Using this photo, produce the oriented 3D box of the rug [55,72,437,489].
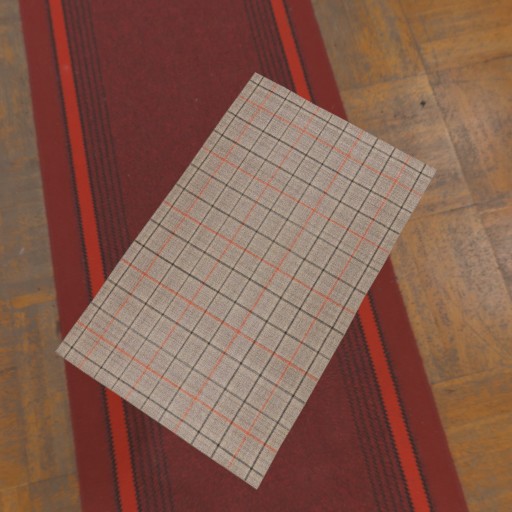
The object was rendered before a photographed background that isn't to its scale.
[{"bbox_3d":[0.000,0.000,3.000,1.524,0.015,2.439,31,78,8],"label":"rug"}]
